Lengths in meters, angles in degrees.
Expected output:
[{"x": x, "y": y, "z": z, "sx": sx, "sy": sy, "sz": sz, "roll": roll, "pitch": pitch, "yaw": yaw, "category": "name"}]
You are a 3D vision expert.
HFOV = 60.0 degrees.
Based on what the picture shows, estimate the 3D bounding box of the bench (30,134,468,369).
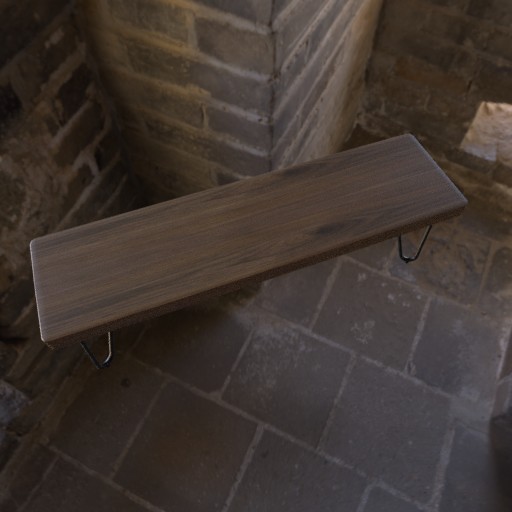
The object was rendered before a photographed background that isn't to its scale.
[{"x": 0.000, "y": 0.000, "z": 1.816, "sx": 1.570, "sy": 0.462, "sz": 0.425, "roll": -18, "pitch": 58, "yaw": -11, "category": "bench"}]
